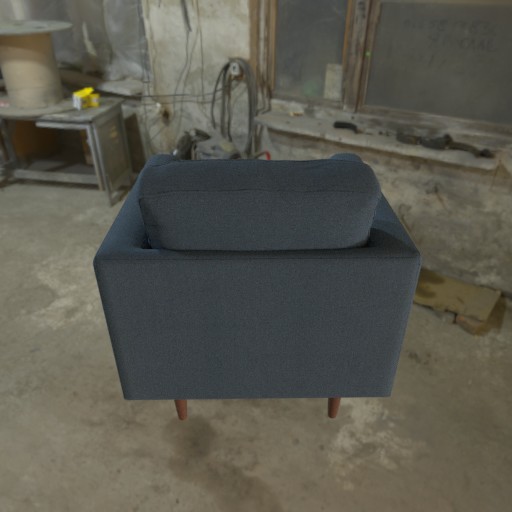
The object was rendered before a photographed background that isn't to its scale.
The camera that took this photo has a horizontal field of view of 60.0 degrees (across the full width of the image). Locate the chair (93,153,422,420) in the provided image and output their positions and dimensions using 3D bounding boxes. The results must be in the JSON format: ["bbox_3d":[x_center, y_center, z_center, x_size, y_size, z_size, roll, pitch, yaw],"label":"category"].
[{"bbox_3d":[0.000,0.000,1.577,0.855,0.922,0.820,0,33,-1],"label":"chair"}]
